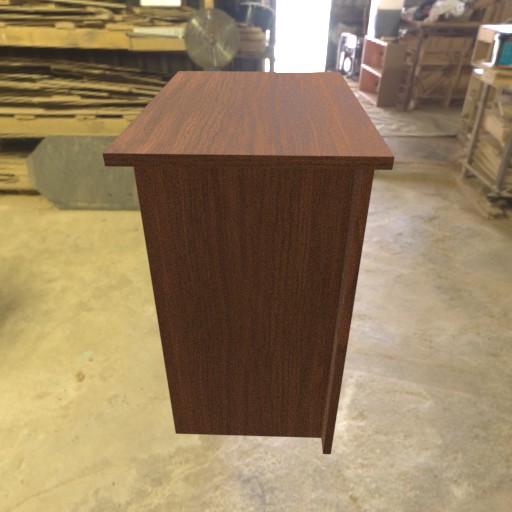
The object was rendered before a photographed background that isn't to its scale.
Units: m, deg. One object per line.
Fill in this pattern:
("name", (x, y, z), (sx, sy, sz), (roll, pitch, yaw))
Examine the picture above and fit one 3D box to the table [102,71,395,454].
("table", (0.000, 0.000, 1.048), (0.406, 0.711, 0.589), (1, 33, 2))
